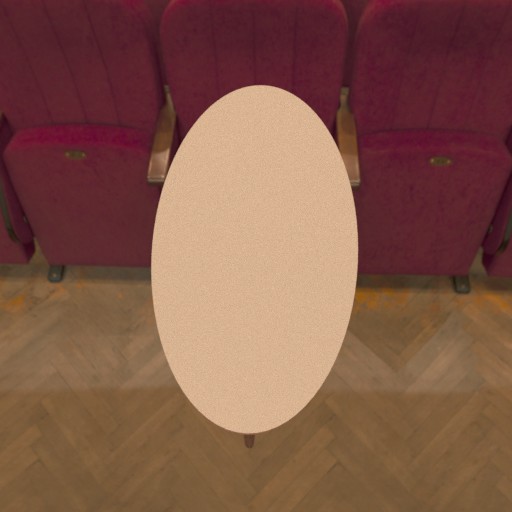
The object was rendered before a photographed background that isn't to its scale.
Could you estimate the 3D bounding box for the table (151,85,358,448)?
[{"bbox_3d":[0.000,0.000,1.362,0.542,0.390,1.083,2,60,1],"label":"table"}]
